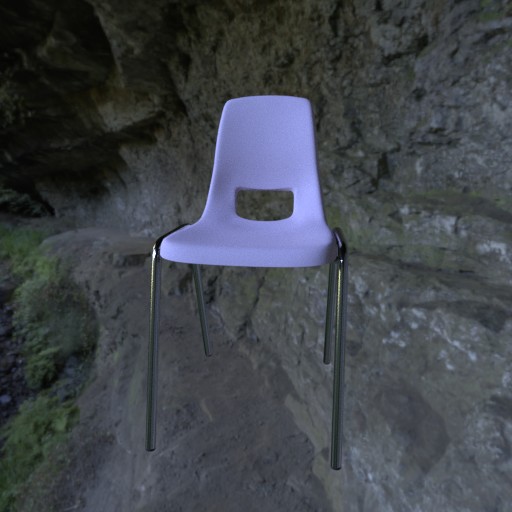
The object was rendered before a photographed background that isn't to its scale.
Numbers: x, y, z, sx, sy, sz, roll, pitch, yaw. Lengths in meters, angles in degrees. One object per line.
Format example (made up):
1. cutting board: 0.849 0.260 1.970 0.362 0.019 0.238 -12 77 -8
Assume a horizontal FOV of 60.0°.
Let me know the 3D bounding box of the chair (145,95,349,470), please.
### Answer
1. chair: 0.000 0.000 0.966 0.381 0.704 0.436 2 14 8
